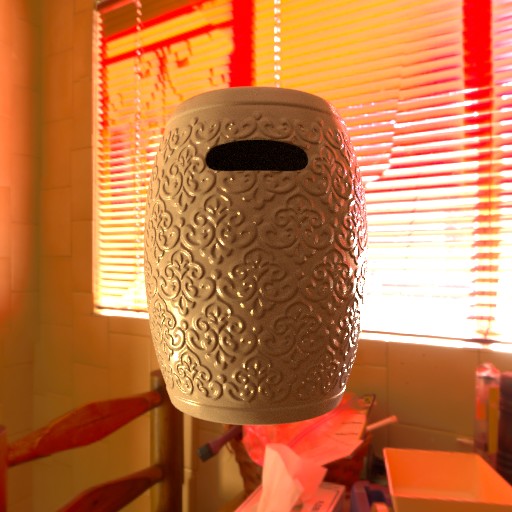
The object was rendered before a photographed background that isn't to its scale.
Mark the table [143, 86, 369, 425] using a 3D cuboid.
[{"bbox_3d":[0.000,0.000,0.628,0.309,0.397,0.309,0,-1,0],"label":"table"}]
